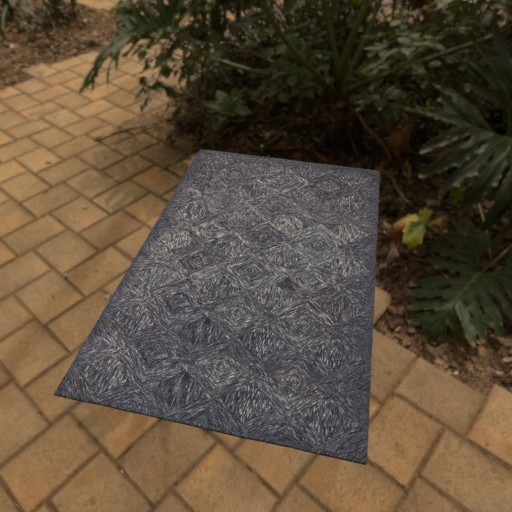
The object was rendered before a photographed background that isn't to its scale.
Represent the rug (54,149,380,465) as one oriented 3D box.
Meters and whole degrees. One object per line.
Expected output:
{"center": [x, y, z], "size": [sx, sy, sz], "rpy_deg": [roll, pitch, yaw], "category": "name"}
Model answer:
{"center": [0.000, 0.000, 2.150], "size": [1.139, 0.010, 1.754], "rpy_deg": [9, 45, 9], "category": "rug"}
